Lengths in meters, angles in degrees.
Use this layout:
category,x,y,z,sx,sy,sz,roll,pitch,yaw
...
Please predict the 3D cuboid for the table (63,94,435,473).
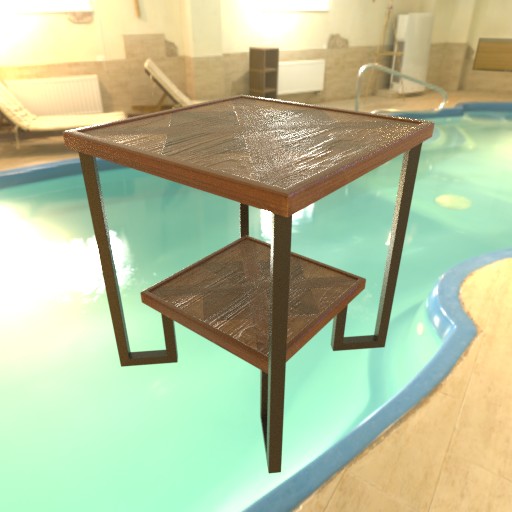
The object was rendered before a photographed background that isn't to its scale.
category,x,y,z,sx,sy,sz,roll,pitch,yaw
table,0.000,0.000,0.978,0.503,0.563,0.503,21,36,33
